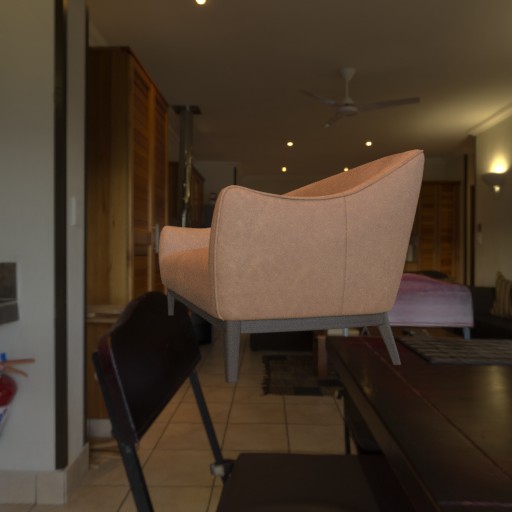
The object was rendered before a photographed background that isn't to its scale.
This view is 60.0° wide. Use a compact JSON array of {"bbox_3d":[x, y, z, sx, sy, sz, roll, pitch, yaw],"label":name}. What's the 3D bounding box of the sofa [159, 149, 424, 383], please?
[{"bbox_3d":[0.000,0.000,2.381,0.869,0.830,1.928,0,0,-17],"label":"sofa"}]
